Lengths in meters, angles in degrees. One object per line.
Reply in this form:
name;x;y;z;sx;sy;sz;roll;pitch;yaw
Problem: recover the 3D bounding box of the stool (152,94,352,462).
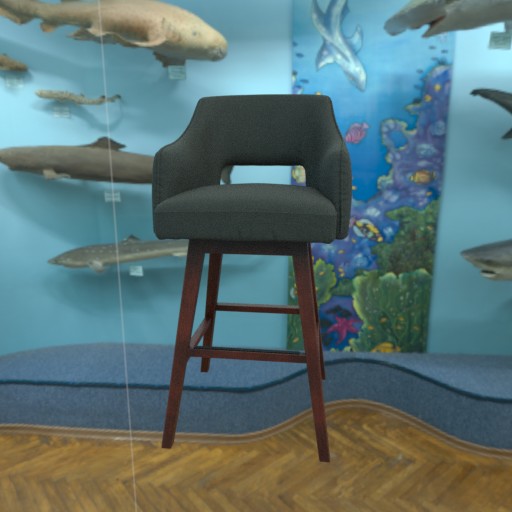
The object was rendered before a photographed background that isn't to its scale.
stool;0.000;0.000;1.379;0.548;1.012;0.558;2;13;7
